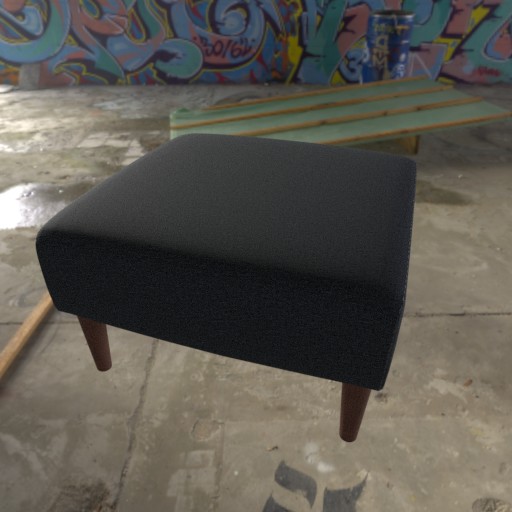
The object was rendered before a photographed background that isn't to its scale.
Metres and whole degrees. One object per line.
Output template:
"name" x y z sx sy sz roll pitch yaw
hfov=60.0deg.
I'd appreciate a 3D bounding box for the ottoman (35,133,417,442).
"ottoman" 0.000 0.000 1.033 0.650 0.398 0.649 10 34 16
